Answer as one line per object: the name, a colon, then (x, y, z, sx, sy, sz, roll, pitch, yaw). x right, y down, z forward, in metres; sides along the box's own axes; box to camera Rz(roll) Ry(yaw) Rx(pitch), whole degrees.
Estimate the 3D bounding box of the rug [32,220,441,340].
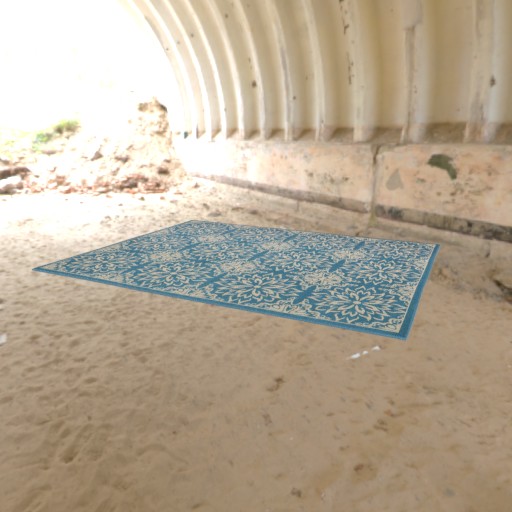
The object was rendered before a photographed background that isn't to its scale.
rug: (0.000, 0.000, 4.032, 2.964, 0.018, 2.350, 7, 17, 25)
